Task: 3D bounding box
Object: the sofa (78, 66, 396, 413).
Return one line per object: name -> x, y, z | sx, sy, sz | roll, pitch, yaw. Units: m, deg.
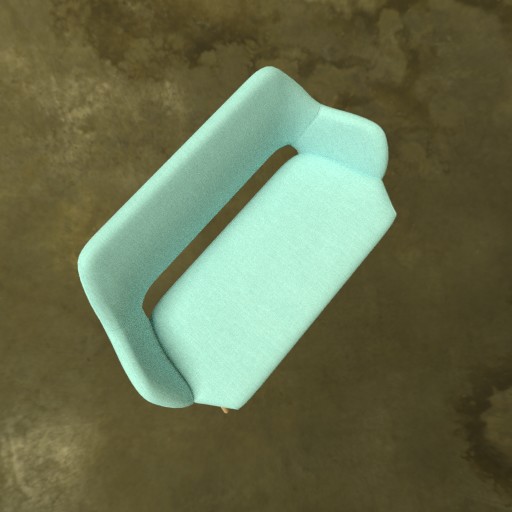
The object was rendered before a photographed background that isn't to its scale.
sofa -> 0.000, 0.000, 1.604 | 0.610, 0.840, 1.150 | 40, 79, 9
